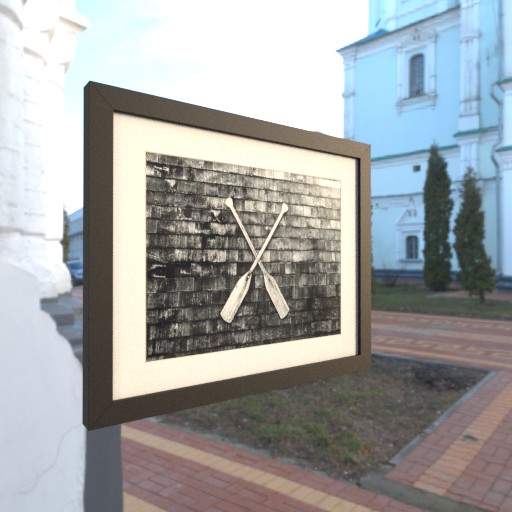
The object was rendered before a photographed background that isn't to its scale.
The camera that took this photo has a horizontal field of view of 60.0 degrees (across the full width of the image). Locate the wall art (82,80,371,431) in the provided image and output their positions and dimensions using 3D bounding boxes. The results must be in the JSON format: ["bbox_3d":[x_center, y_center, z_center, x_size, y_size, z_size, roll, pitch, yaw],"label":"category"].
[{"bbox_3d":[0.000,0.000,0.752,0.558,0.457,0.029,0,0,-36],"label":"wall art"}]
